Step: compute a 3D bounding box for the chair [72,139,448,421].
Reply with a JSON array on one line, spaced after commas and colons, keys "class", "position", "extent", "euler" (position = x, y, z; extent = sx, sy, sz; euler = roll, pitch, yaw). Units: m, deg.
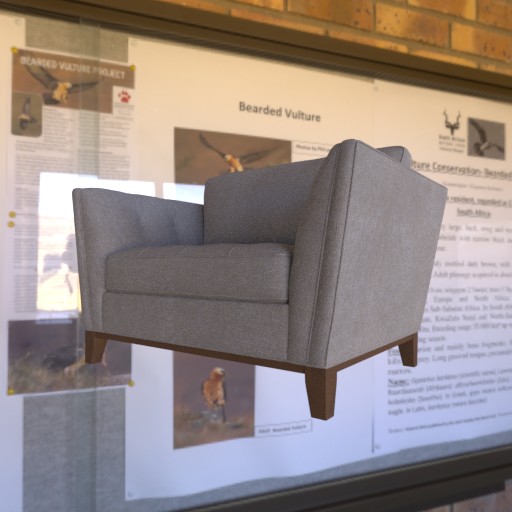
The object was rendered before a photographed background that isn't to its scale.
[{"class": "chair", "position": [0.000, 0.000, 1.978], "extent": [1.396, 0.942, 0.965], "euler": [-1, -1, 37]}]
